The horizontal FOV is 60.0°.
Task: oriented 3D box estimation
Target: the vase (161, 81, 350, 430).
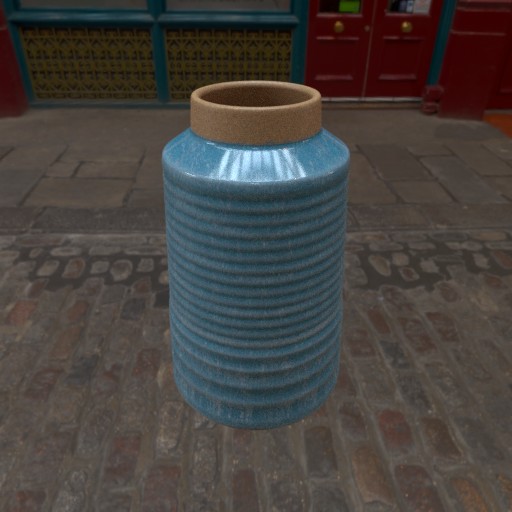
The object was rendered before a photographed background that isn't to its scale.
[{"bbox_3d":[0.000,0.000,0.378,0.163,0.267,0.163,0,32,0],"label":"vase"}]
